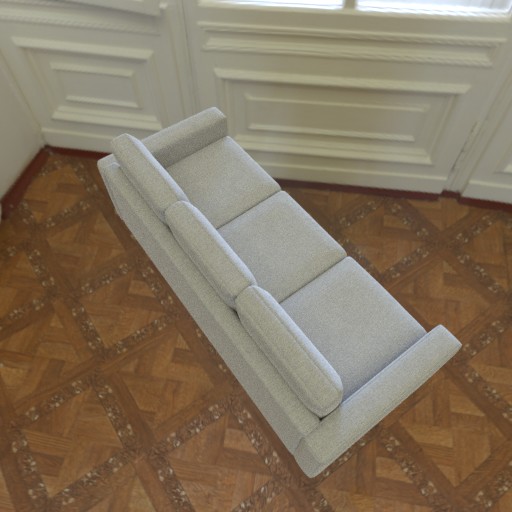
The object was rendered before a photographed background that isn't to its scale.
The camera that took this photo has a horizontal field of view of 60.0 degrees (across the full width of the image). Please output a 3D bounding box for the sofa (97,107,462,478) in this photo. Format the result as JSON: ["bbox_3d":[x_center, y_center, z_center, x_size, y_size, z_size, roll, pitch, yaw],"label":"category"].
[{"bbox_3d":[0.000,0.000,2.525,0.900,0.800,2.120,-32,63,-19],"label":"sofa"}]
